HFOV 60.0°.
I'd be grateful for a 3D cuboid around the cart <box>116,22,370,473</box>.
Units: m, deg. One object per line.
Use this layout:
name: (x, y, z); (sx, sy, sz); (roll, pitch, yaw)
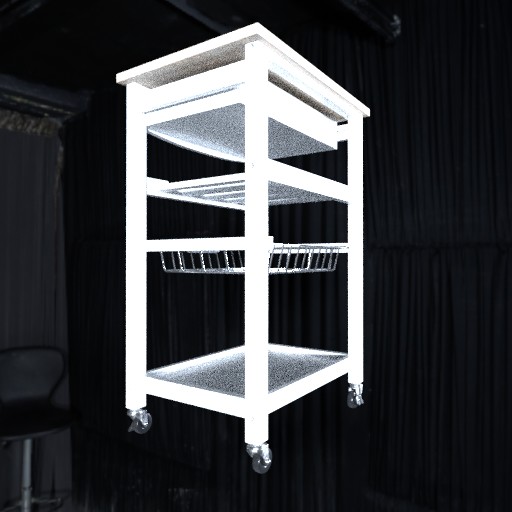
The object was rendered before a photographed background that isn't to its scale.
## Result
cart: (0.000, 0.000, 1.167); (0.406, 0.857, 0.578); (0, -1, 35)
